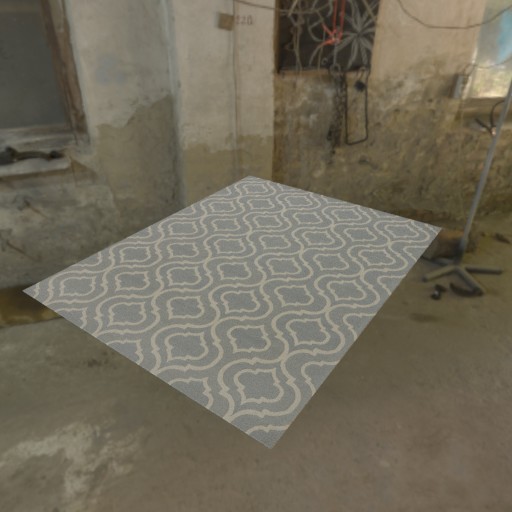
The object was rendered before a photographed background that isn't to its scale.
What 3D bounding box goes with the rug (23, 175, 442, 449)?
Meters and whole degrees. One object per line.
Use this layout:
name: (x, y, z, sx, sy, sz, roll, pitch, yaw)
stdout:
rug: (0.000, 0.000, 3.796, 2.283, 0.006, 2.892, 21, 38, 30)
